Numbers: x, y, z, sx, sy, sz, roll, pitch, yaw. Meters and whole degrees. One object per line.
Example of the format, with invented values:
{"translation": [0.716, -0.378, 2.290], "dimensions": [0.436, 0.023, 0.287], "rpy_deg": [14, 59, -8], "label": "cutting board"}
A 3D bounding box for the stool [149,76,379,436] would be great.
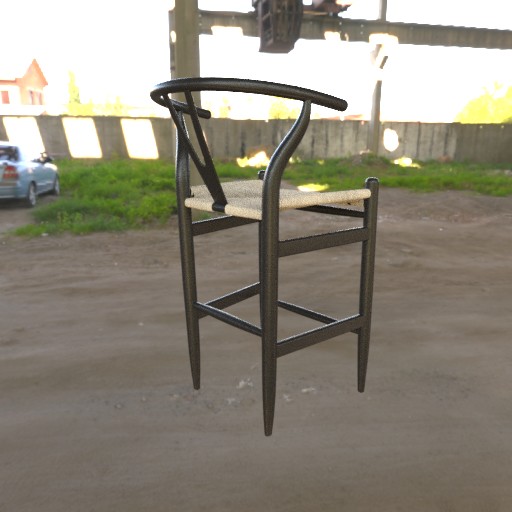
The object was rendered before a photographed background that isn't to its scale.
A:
{"translation": [0.000, 0.000, 1.365], "dimensions": [0.579, 0.970, 0.569], "rpy_deg": [-14, 20, -42], "label": "stool"}
